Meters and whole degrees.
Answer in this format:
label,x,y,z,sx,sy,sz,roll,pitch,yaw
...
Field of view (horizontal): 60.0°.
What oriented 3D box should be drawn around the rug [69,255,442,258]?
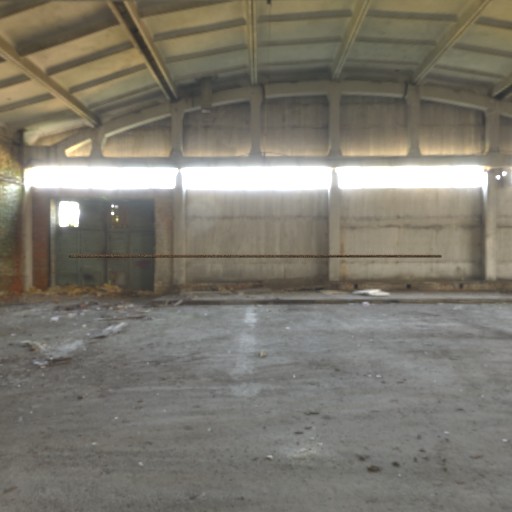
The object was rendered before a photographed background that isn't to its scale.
label,x,y,z,sx,sy,sz,roll,pitch,yaw
rug,0.000,0.000,3.010,1.526,0.011,2.435,0,0,0
